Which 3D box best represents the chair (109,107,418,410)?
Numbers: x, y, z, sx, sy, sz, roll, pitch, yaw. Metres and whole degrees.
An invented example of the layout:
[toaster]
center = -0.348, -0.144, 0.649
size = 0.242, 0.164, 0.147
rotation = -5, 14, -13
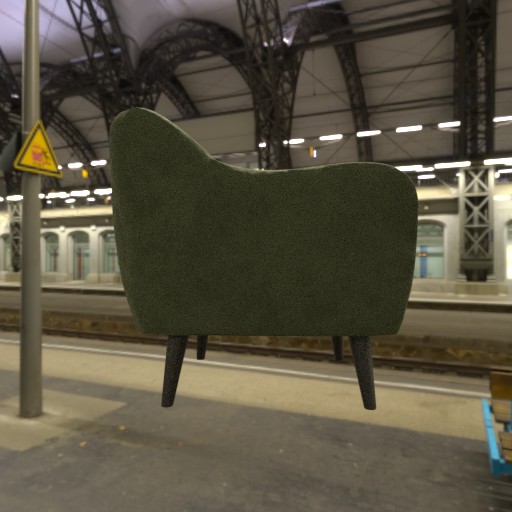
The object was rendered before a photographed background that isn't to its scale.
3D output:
[chair]
center = 0.000, 0.000, 1.455
size = 0.819, 0.804, 0.840
rotation = 0, 0, 2
